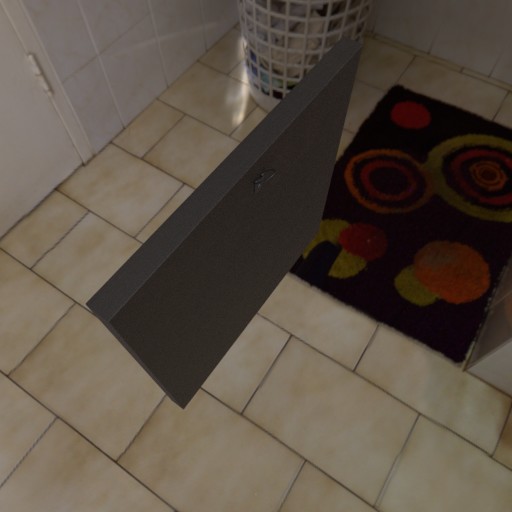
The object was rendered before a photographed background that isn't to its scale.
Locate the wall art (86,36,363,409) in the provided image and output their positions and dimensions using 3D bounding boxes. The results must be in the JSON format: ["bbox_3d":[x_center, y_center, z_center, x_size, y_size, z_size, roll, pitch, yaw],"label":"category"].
[{"bbox_3d":[0.000,0.000,0.519,0.038,0.349,0.349,32,66,16],"label":"wall art"}]
